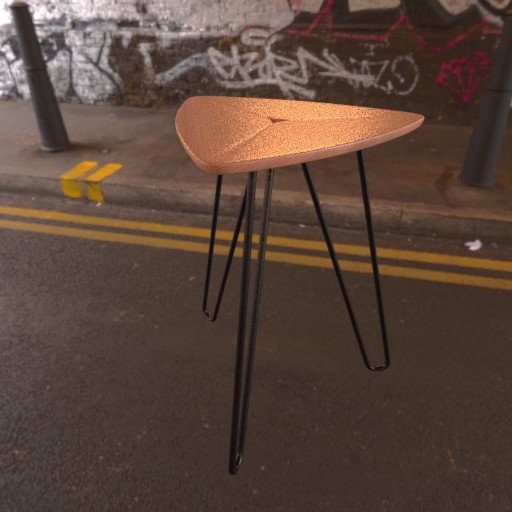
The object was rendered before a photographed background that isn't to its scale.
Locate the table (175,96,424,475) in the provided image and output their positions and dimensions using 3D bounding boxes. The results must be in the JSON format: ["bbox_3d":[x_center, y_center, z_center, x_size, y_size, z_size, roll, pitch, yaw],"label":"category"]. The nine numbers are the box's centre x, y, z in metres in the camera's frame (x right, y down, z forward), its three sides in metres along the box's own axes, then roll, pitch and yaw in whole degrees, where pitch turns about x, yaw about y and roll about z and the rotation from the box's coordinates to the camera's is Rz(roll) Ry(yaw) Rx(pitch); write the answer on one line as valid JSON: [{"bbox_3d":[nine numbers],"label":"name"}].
[{"bbox_3d":[0.000,0.000,0.899,0.442,0.564,0.455,-21,36,-32],"label":"table"}]
